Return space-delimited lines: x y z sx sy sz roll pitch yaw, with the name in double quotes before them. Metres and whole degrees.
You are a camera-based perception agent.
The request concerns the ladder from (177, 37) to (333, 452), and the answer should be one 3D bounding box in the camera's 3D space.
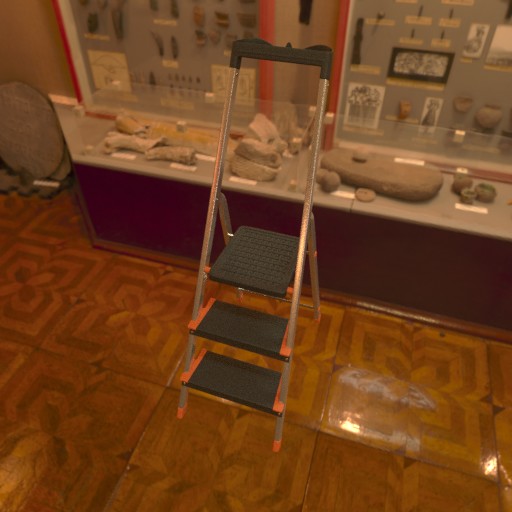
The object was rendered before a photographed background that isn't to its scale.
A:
"ladder" 0.000 0.000 1.506 0.416 1.229 0.686 13 43 14
